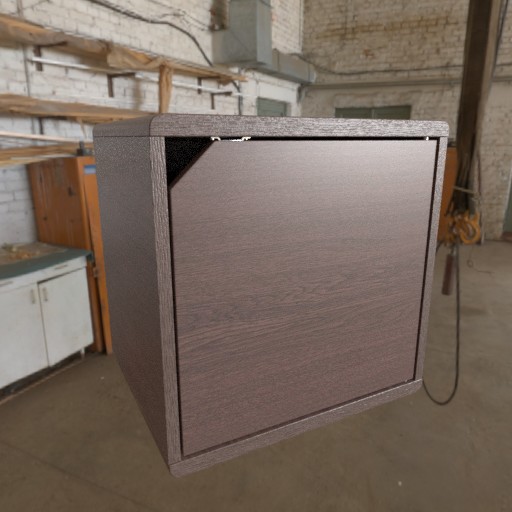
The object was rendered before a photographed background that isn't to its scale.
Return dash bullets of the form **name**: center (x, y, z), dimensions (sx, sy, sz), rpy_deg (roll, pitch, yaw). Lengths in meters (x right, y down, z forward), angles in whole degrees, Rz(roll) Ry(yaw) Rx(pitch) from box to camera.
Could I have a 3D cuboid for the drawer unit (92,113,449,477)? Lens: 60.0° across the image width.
- **drawer unit**: center (0.000, 0.000, 0.590), dimensions (0.344, 0.344, 0.290), rpy_deg (-8, 17, -27)
